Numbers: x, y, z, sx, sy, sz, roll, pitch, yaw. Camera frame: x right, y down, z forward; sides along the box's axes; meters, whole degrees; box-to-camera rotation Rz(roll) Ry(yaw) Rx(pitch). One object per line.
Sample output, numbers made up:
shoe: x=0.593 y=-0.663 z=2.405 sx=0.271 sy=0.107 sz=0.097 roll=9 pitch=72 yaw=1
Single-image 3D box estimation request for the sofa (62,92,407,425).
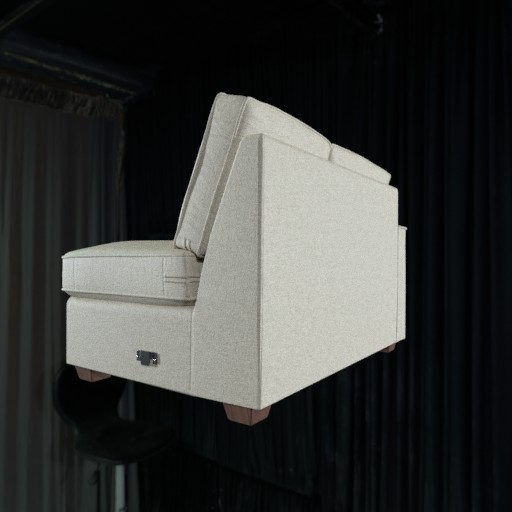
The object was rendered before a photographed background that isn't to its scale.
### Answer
sofa: x=0.000 y=0.000 z=2.050 sx=0.991 sy=0.989 sz=1.388 roll=0 pitch=0 yaw=35
